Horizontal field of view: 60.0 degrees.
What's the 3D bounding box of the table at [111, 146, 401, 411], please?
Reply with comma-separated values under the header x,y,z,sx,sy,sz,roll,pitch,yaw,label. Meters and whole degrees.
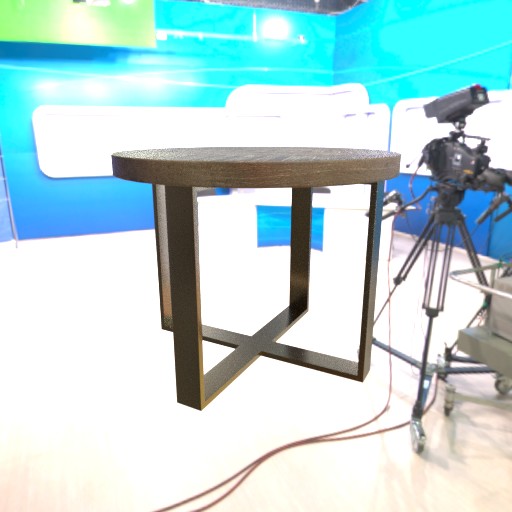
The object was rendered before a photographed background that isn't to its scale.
x,y,z,sx,sy,sz,roll,pitch,yaw,label
0.000,0.000,0.953,0.557,0.437,0.557,0,16,0,table
